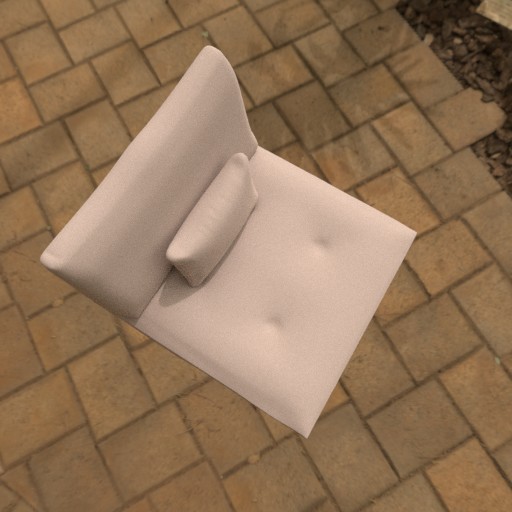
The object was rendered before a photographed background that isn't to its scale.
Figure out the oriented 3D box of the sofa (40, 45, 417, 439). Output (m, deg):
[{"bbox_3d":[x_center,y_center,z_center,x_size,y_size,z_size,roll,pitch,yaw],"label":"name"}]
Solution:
[{"bbox_3d":[0.000,0.000,1.679,1.000,0.828,0.935,30,76,9],"label":"sofa"}]
